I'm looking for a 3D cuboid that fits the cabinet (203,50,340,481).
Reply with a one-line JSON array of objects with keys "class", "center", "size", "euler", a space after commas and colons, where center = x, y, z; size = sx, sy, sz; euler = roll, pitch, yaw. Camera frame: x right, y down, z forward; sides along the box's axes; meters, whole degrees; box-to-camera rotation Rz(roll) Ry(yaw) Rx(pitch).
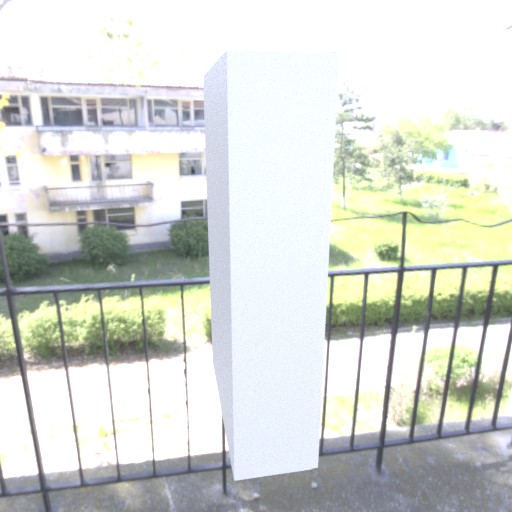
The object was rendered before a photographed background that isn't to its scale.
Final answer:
[{"class": "cabinet", "center": [0.000, 0.000, 2.723], "size": [0.480, 2.160, 1.250], "euler": [-3, 18, -10]}]
